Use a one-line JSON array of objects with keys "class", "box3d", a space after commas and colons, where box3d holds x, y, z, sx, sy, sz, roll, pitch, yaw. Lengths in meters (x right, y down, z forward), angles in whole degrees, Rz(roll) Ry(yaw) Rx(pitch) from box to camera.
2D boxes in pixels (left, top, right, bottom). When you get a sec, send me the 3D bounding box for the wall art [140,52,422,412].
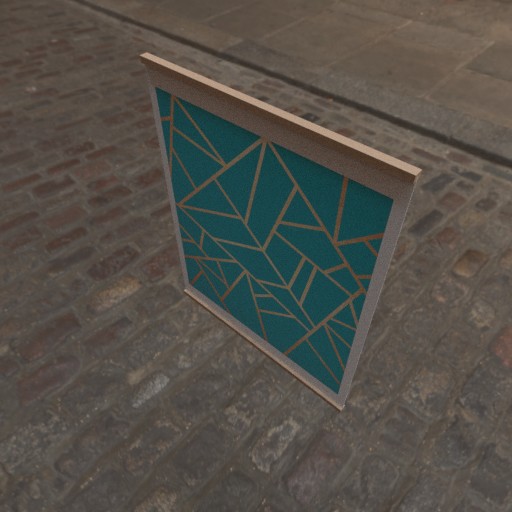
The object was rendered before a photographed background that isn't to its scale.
[{"class": "wall art", "box3d": [0.000, 0.000, 0.689, 0.405, 0.508, 0.012, 33, 55, 27]}]
